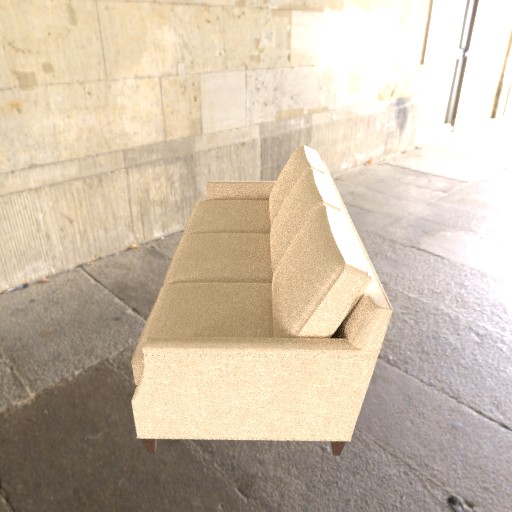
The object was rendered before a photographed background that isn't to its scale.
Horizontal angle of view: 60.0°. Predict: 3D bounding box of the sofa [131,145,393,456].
[{"bbox_3d":[0.000,0.000,2.765,1.041,0.940,2.210,0,27,1],"label":"sofa"}]
